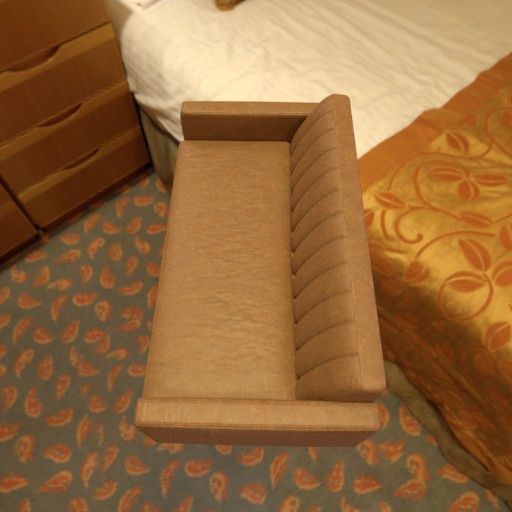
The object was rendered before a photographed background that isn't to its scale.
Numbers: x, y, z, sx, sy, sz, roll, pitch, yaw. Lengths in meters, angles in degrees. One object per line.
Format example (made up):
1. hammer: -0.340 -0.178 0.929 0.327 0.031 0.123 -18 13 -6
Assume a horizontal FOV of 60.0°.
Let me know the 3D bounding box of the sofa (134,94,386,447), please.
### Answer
1. sofa: 0.000 0.000 2.361 0.993 0.821 1.847 1 60 1
